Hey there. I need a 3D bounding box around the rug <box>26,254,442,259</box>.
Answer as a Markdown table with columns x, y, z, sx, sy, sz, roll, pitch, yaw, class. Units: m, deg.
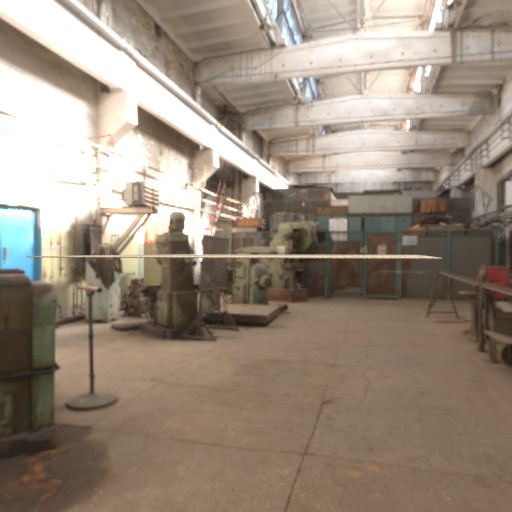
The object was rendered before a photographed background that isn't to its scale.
| x | y | z | sx | sy | sz | roll | pitch | yaw | class |
| --- | --- | --- | --- | --- | --- | --- | --- | --- | --- |
| 0.000 | 0.000 | 4.184 | 3.037 | 0.010 | 2.453 | 0 | 1 | 17 | rug |
